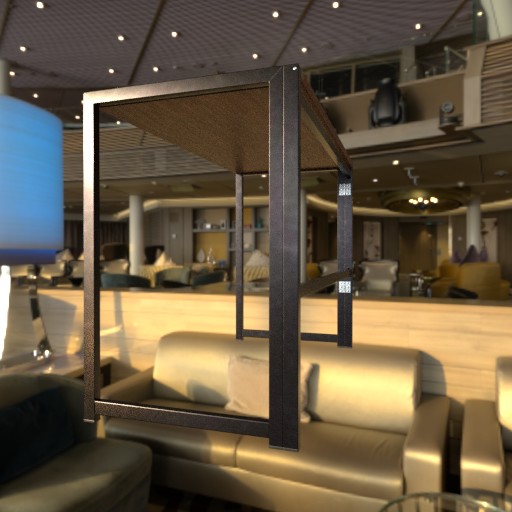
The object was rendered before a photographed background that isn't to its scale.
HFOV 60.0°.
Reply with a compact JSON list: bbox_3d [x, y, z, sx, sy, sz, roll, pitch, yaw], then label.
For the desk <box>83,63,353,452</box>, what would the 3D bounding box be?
[{"bbox_3d":[0.000,0.000,1.426,0.508,0.762,1.016,0,1,18],"label":"desk"}]
